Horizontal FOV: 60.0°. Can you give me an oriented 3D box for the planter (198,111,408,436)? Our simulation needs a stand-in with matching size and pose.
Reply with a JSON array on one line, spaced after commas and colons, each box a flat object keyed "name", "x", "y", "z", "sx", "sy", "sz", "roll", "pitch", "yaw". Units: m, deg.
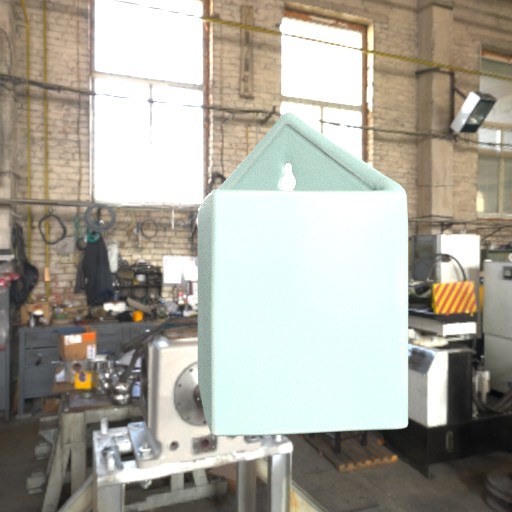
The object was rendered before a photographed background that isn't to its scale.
[{"name": "planter", "x": 0.000, "y": 0.000, "z": 0.274, "sx": 0.164, "sy": 0.197, "sz": 0.079, "roll": 0, "pitch": 0, "yaw": 36}]
